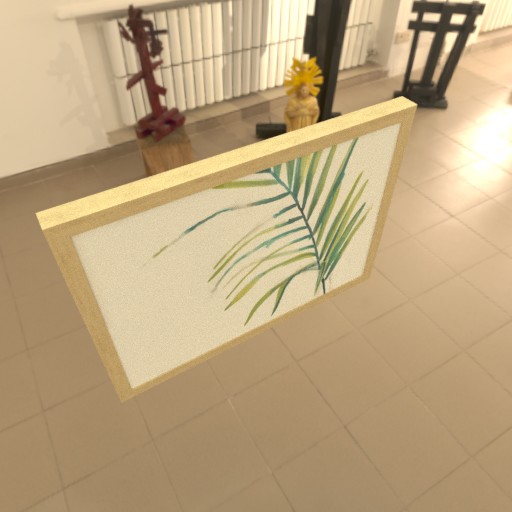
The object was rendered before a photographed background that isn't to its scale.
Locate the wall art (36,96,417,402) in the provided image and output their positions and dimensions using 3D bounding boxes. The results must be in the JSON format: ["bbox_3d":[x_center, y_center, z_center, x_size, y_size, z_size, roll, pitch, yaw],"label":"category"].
[{"bbox_3d":[0.000,0.000,0.697,0.532,0.380,0.032,-23,50,-21],"label":"wall art"}]
